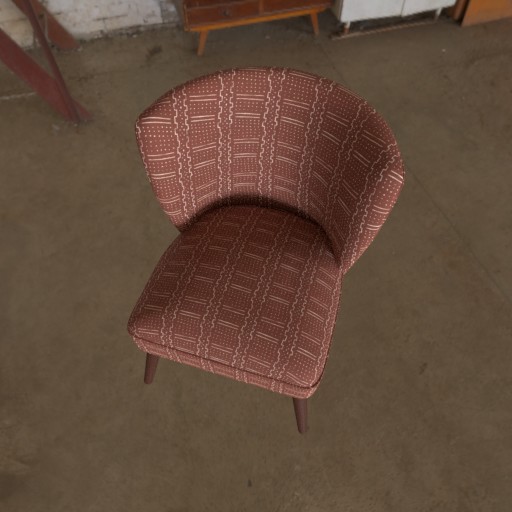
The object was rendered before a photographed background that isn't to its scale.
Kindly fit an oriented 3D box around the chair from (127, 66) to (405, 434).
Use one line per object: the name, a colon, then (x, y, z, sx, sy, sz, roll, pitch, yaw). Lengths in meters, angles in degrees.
chair: (0.000, 0.000, 1.409, 0.706, 0.866, 0.758, 14, 57, 10)
